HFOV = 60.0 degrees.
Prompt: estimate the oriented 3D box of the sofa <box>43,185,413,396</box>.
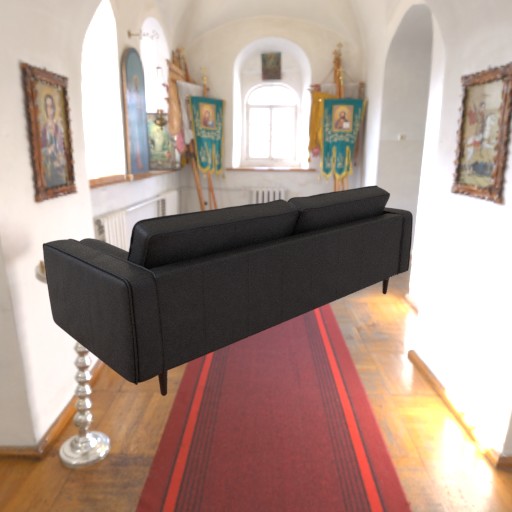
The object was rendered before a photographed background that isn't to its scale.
[{"bbox_3d":[0.000,0.000,2.704,2.210,0.762,0.914,-14,21,-42],"label":"sofa"}]
